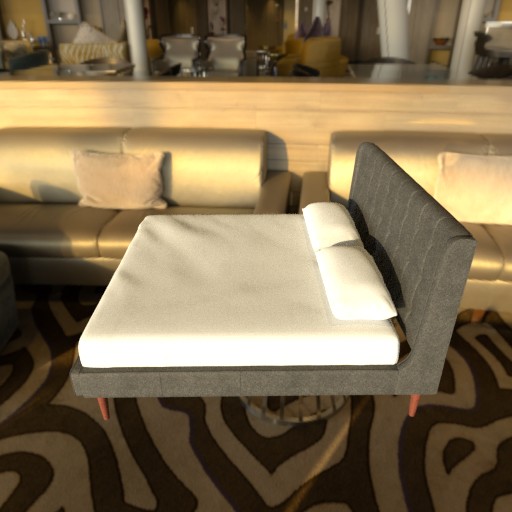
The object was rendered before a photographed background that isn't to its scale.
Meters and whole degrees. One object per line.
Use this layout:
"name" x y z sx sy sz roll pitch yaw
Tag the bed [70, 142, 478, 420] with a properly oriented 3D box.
"bed" 0.000 0.000 2.509 1.638 0.933 1.531 0 27 -1
